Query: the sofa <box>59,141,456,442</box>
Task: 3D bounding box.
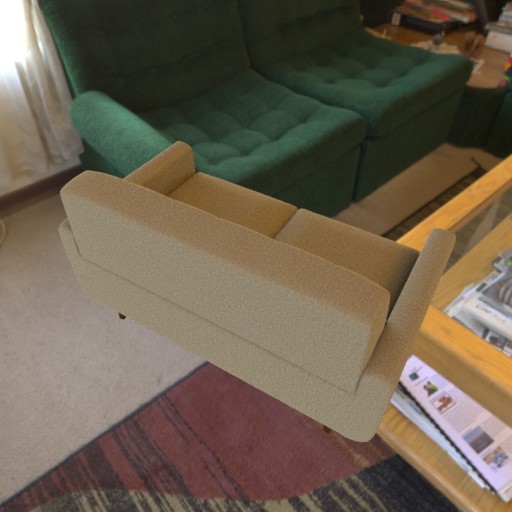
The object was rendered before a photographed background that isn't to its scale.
[{"bbox_3d":[0.000,0.000,2.200,1.651,0.925,0.952,23,49,22],"label":"sofa"}]
